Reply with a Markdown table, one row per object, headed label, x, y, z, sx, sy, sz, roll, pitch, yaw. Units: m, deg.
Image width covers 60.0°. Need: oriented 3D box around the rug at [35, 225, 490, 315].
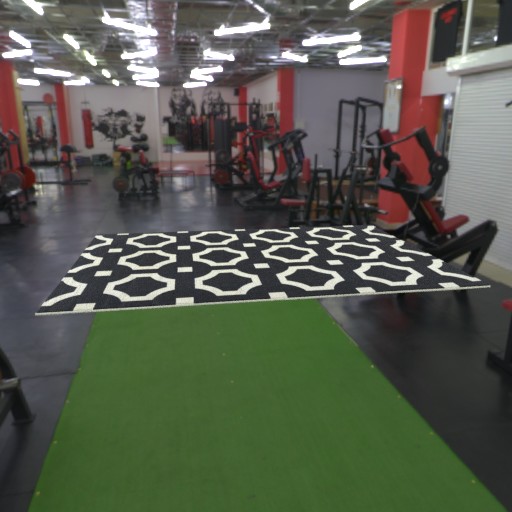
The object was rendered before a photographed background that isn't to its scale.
| label | x | y | z | sx | sy | sz | roll | pitch | yaw |
| --- | --- | --- | --- | --- | --- | --- | --- | --- | --- |
| rug | 0.000 | 0.000 | 2.921 | 2.286 | 0.016 | 1.555 | -3 | 16 | -9 |
